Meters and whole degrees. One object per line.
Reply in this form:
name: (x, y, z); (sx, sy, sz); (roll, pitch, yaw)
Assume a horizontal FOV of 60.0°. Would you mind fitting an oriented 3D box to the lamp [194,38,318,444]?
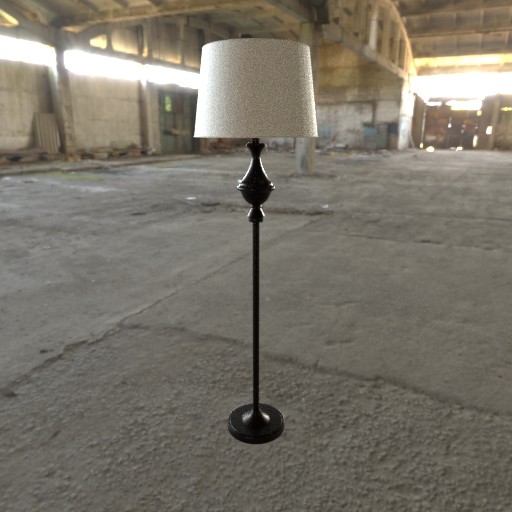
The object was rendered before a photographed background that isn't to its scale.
lamp: (0.000, 0.000, 1.667); (0.431, 1.484, 0.431); (0, 16, 0)
